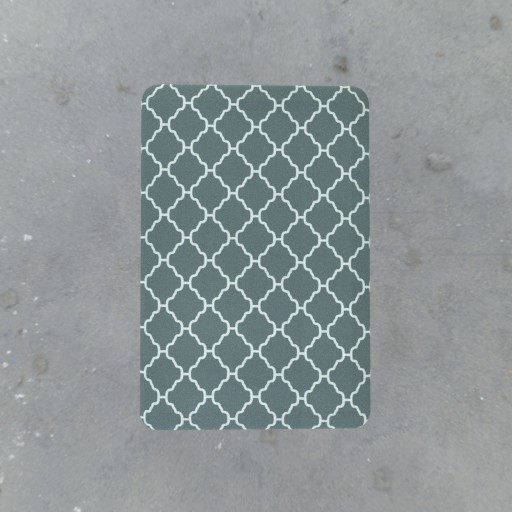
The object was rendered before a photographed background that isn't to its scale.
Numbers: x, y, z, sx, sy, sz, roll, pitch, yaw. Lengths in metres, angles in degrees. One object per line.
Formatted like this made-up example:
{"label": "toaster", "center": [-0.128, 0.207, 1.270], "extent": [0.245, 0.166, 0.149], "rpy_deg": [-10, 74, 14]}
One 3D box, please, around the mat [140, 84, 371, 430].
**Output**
{"label": "mat", "center": [0.000, 0.000, 0.975], "extent": [0.508, 0.021, 0.762], "rpy_deg": [0, 89, -1]}
